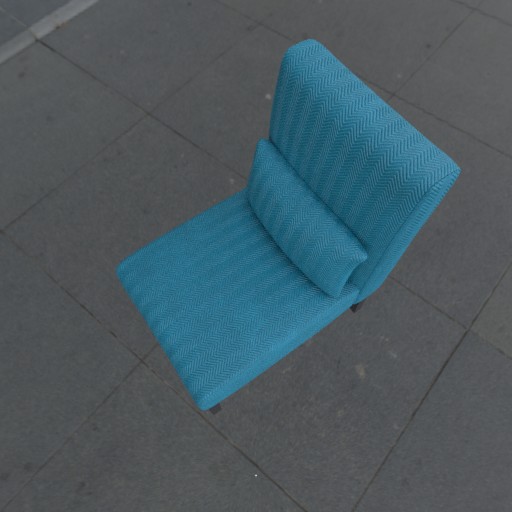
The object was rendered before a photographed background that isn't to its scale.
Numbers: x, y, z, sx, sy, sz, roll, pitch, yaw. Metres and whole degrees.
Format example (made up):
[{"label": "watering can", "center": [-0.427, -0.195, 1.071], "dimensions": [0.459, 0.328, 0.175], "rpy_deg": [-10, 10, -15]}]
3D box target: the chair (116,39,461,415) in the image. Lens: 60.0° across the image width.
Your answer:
[{"label": "chair", "center": [0.000, 0.000, 1.430], "dimensions": [0.808, 0.927, 0.579], "rpy_deg": [-32, 68, -15]}]
